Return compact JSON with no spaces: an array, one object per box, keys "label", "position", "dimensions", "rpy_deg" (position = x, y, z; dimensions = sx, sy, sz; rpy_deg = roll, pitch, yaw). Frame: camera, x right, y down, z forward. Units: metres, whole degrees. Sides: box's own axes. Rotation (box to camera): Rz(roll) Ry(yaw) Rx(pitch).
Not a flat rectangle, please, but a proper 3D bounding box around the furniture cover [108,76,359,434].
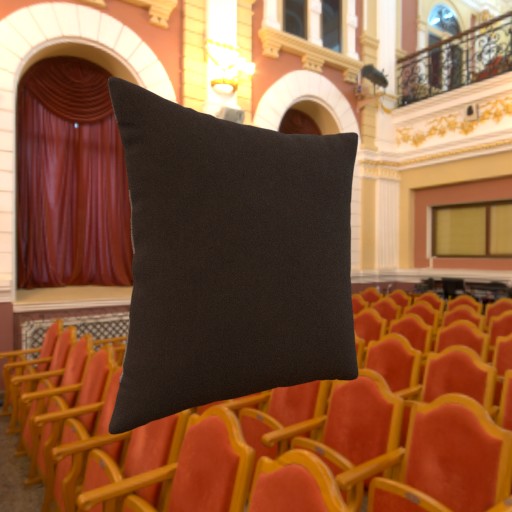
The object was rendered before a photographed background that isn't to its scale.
[{"label":"furniture cover","position":[0.000,0.000,0.772],"dimensions":[0.511,0.509,0.161],"rpy_deg":[0,0,-35]}]
